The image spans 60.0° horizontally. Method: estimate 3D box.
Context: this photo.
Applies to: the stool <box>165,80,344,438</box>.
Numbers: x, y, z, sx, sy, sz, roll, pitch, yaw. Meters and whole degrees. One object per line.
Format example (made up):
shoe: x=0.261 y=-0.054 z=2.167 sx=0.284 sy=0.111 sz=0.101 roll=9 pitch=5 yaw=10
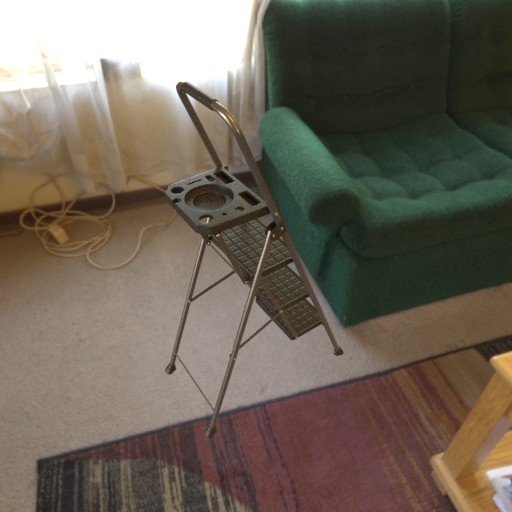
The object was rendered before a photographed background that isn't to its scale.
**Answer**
stool: x=0.000 y=0.000 z=1.603 sx=0.733 sy=1.277 sz=0.396 roll=-24 pitch=47 yaw=-25
